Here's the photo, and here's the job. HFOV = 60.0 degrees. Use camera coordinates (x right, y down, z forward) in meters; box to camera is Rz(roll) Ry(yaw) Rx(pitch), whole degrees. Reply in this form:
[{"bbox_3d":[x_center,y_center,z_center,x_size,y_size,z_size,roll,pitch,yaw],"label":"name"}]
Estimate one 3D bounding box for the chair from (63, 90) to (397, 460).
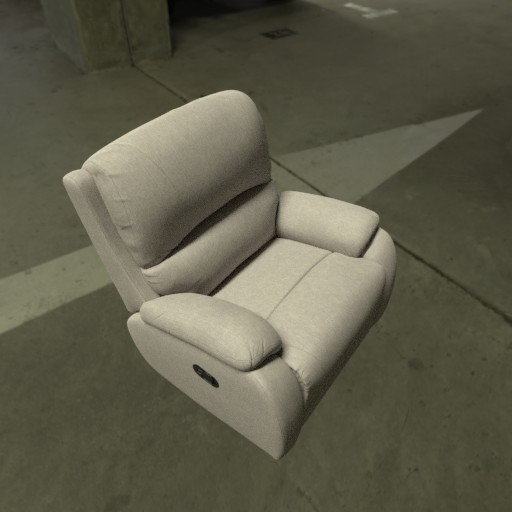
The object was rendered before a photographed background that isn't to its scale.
[{"bbox_3d":[0.000,0.000,1.712,0.899,1.011,0.930,26,47,26],"label":"chair"}]
